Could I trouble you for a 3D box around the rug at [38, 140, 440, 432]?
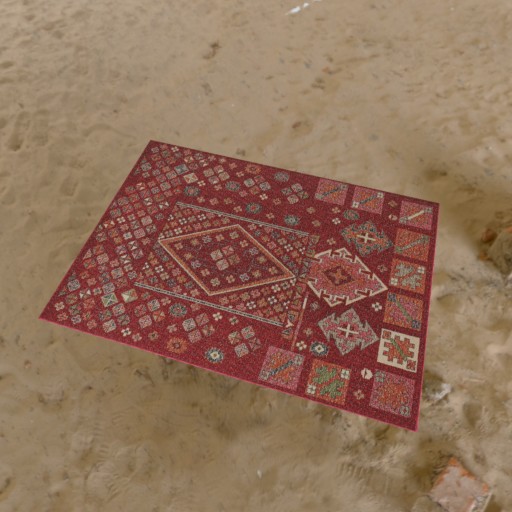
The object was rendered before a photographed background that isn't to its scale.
[{"bbox_3d":[0.000,0.000,4.284,3.306,0.011,2.389,14,58,9],"label":"rug"}]
